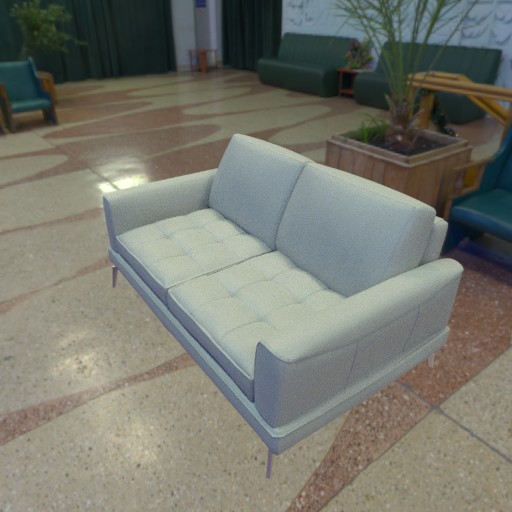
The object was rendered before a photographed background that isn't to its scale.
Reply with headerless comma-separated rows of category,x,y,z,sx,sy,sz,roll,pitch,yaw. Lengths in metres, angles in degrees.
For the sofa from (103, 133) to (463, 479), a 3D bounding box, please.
sofa,0.000,0.000,2.405,1.121,0.930,1.819,-20,36,-30
